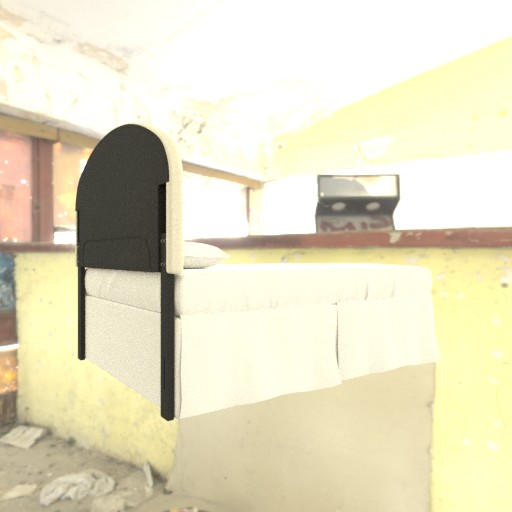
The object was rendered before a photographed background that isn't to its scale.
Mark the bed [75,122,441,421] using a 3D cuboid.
[{"bbox_3d":[0.000,0.000,3.048,2.005,1.410,1.607,0,0,-36],"label":"bed"}]
